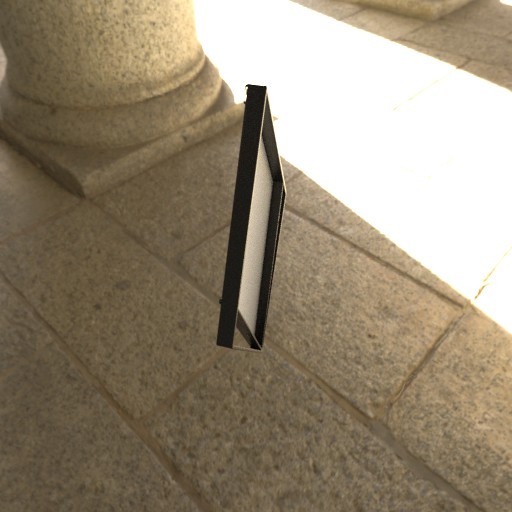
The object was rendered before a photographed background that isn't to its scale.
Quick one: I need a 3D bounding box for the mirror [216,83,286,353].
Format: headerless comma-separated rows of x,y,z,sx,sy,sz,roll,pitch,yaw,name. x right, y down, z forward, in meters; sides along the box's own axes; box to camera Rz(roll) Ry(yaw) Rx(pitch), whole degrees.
0.000,0.000,0.856,0.032,0.679,0.419,11,47,10,mirror
